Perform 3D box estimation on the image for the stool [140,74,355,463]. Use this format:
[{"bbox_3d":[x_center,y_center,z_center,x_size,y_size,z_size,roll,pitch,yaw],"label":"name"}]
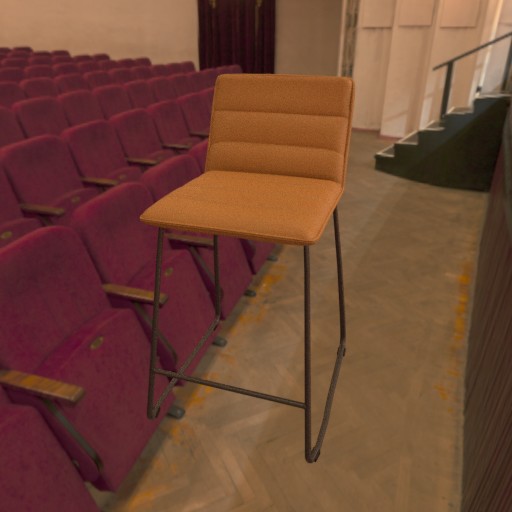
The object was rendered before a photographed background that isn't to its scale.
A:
[{"bbox_3d":[0.000,0.000,1.181,0.489,0.866,0.524,8,28,16],"label":"stool"}]
